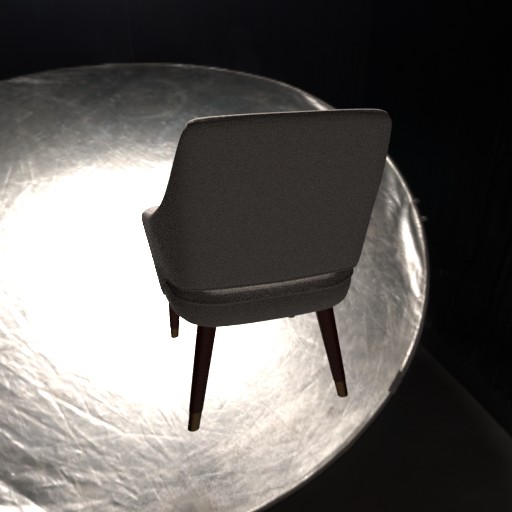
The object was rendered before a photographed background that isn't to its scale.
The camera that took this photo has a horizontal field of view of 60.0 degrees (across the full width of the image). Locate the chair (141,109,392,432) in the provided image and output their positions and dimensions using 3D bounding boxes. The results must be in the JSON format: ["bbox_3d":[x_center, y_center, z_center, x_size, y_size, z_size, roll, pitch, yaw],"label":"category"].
[{"bbox_3d":[0.000,0.000,1.289,0.609,0.889,0.600,-8,28,-15],"label":"chair"}]
